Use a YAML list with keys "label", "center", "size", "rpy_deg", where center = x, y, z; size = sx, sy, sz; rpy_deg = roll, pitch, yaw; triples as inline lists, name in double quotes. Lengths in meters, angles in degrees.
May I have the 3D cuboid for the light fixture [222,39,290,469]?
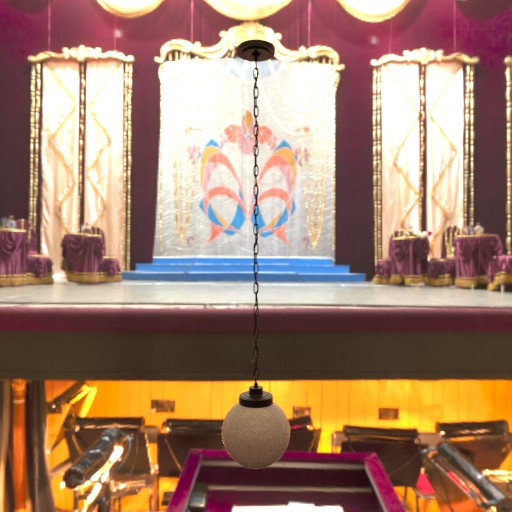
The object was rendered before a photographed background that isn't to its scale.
- label: "light fixture"
  center: [0.000, 0.000, 1.987]
  size: [0.304, 1.867, 0.305]
  rpy_deg: [0, -1, -1]
